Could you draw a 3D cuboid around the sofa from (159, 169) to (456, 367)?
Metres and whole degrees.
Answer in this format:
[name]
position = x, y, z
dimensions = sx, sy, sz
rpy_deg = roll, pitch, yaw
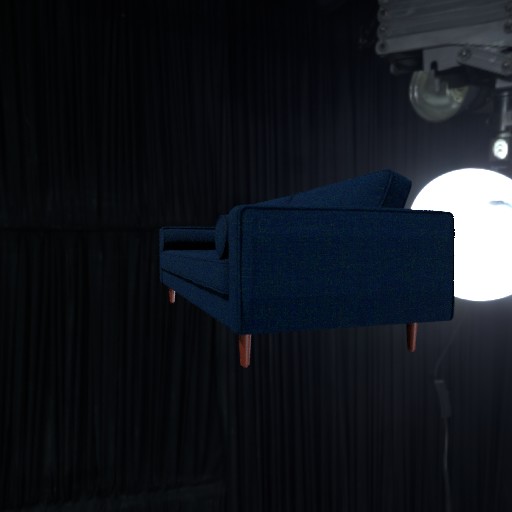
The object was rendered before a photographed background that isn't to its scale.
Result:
[sofa]
position = 0.000, 0.000, 2.624
dimensions = 0.914, 0.762, 2.210
rpy_deg = -1, 2, -19
